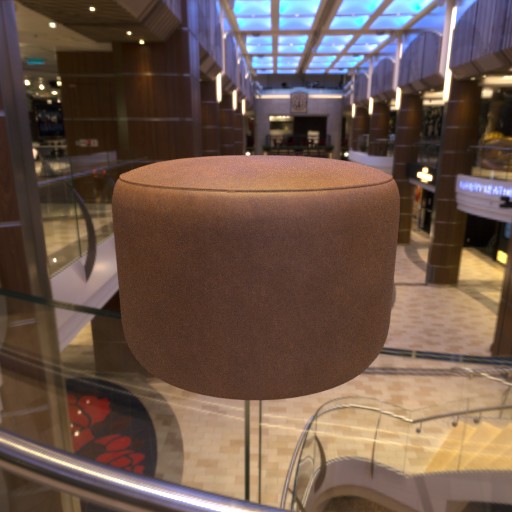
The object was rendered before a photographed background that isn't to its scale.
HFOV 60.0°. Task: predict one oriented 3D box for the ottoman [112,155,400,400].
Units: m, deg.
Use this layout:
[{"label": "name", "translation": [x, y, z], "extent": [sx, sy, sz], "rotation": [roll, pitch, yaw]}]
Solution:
[{"label": "ottoman", "translation": [0.000, 0.000, 1.012], "extent": [0.607, 0.438, 0.607], "rotation": [0, 16, 0]}]
